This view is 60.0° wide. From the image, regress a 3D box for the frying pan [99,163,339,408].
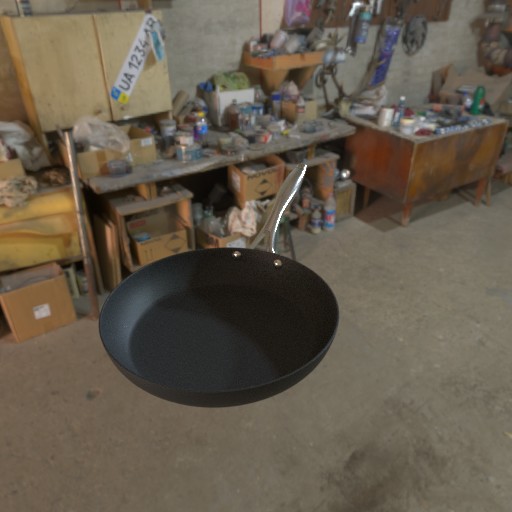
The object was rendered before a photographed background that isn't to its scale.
[{"bbox_3d":[0.000,0.000,0.571,0.255,0.105,0.472,11,31,18],"label":"frying pan"}]
